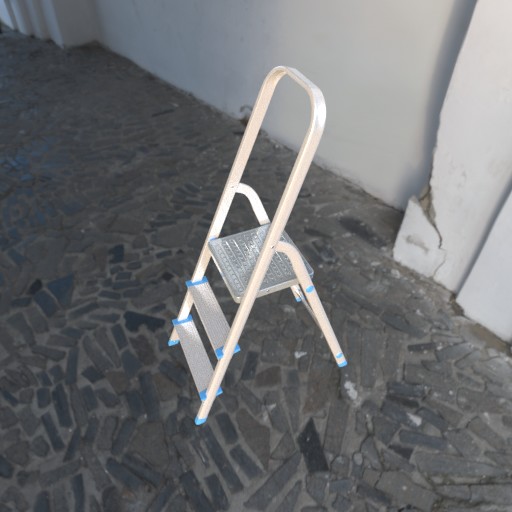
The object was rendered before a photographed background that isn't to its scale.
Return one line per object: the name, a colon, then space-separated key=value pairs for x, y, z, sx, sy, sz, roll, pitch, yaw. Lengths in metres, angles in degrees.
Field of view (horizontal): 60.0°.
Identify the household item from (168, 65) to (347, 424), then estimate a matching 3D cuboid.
household item: x=0.000 y=0.000 z=1.534 sx=0.687 sy=1.215 sz=0.420 roll=-17 pitch=47 yaw=-16
